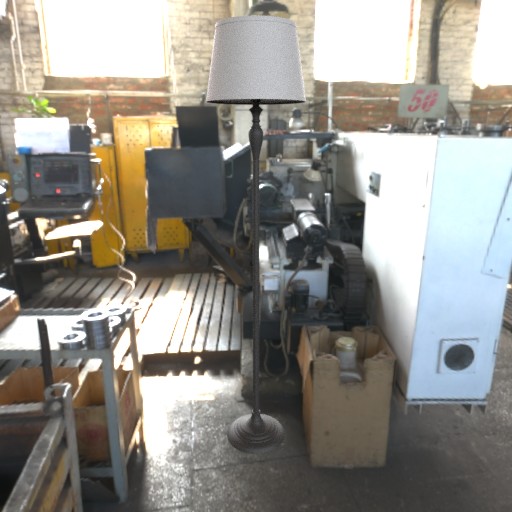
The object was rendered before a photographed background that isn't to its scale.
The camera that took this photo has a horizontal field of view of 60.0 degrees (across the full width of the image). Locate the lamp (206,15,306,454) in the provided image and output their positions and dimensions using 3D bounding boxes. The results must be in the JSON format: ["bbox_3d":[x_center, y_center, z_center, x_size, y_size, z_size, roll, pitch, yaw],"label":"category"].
[{"bbox_3d":[0.000,0.000,1.598,0.327,1.506,0.327,-15,22,-42],"label":"lamp"}]
